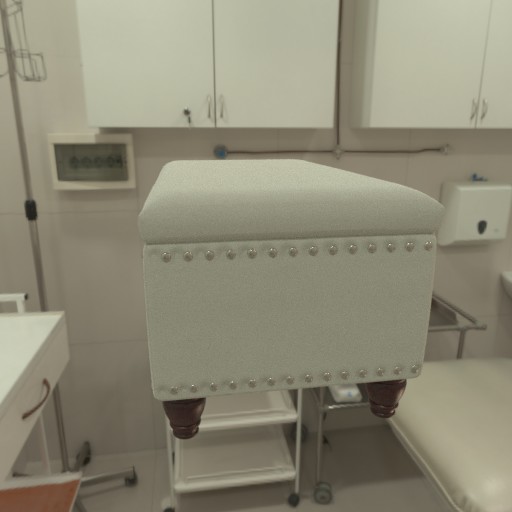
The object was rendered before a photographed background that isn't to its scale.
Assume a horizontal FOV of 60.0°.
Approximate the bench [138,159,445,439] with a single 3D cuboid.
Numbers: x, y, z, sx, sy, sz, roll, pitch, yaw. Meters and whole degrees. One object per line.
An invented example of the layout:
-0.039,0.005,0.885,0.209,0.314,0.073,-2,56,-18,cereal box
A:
0.000,0.000,1.167,0.500,0.449,0.887,-3,16,-9,bench
